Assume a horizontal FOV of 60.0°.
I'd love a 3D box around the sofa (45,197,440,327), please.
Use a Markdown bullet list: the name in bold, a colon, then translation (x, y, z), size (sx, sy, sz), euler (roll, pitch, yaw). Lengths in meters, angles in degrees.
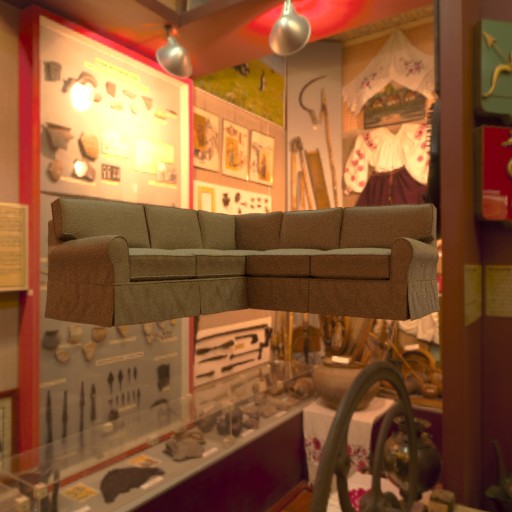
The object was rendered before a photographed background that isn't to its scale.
- **sofa**: translation (0.000, 0.000, 4.061), size (2.623, 1.081, 2.618), euler (0, -1, 36)
